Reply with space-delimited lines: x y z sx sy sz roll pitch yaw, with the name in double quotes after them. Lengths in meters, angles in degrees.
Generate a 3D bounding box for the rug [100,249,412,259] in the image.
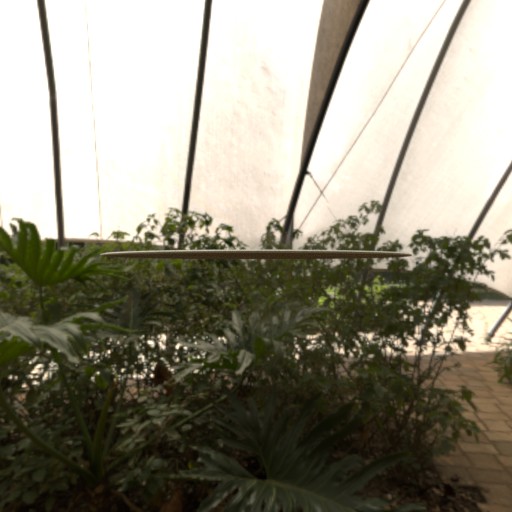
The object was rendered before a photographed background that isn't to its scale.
0.000 0.000 2.399 1.593 0.012 1.593 0 -1 0 "rug"
